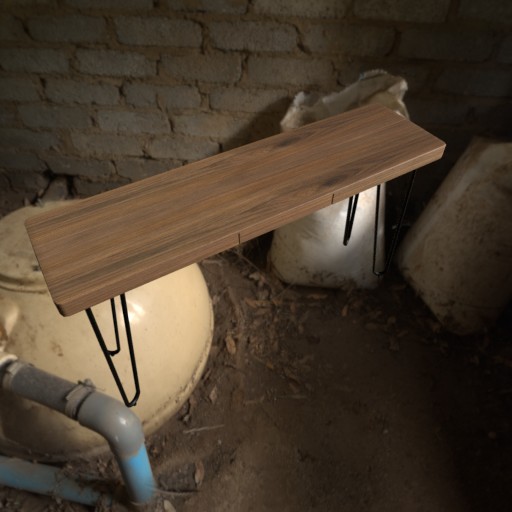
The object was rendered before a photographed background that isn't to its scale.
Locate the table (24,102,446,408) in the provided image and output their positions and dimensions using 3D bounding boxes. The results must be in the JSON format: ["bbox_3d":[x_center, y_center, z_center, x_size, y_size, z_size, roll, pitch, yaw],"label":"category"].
[{"bbox_3d":[0.000,0.000,1.939,1.570,0.834,0.425,-24,51,-21],"label":"table"}]
